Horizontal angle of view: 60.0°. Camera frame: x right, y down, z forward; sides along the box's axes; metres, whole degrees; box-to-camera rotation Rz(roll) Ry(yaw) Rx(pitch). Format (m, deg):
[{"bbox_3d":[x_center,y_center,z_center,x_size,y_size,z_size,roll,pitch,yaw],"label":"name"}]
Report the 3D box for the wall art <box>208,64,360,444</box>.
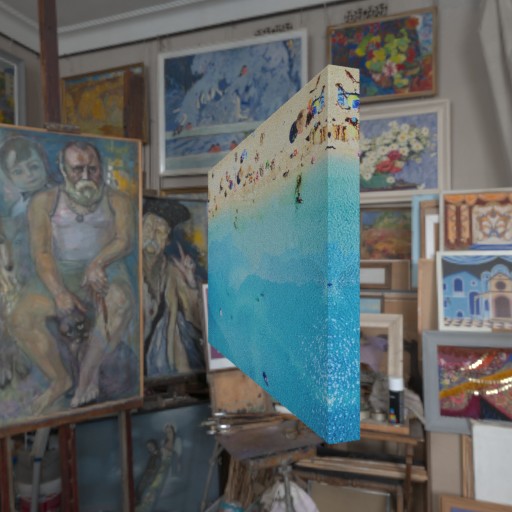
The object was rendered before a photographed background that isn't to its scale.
[{"bbox_3d":[0.000,0.000,0.767,0.039,0.406,0.609,0,-1,-18],"label":"wall art"}]
